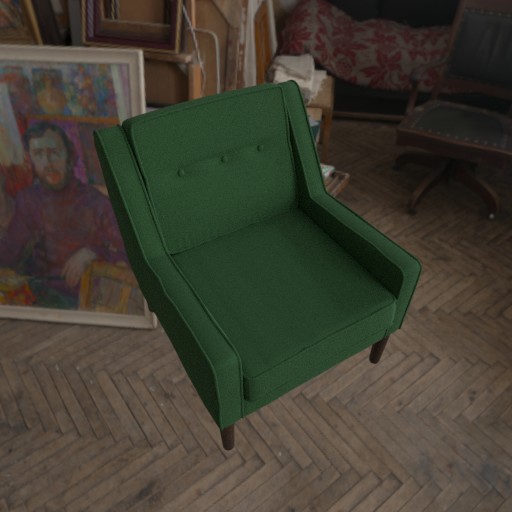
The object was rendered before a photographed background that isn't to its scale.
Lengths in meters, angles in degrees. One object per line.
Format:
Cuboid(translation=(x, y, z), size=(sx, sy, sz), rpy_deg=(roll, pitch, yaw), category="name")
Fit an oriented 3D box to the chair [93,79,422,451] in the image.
Cuboid(translation=(0.000, 0.000, 1.363), size=(0.663, 0.792, 0.743), rpy_deg=(-23, 49, -22), category="chair")
